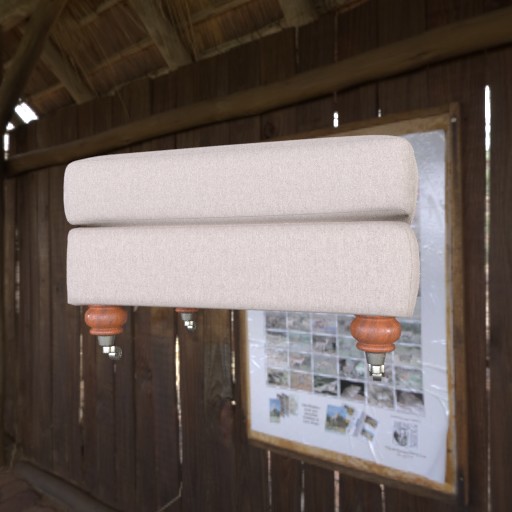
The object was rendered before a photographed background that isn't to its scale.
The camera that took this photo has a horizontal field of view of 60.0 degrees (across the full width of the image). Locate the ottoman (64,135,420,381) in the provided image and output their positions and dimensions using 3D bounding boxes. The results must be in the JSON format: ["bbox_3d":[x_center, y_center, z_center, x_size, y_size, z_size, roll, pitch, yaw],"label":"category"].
[{"bbox_3d":[0.000,0.000,1.146,0.773,0.497,0.574,0,0,17],"label":"ottoman"}]
